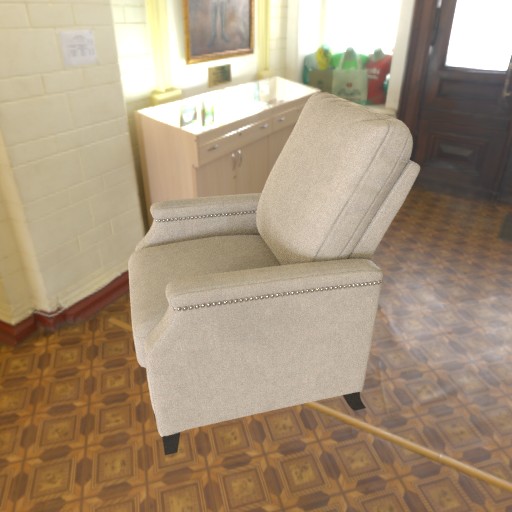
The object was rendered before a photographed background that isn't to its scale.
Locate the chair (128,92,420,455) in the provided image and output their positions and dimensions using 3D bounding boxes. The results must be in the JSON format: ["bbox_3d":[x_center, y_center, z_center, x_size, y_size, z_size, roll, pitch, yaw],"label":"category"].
[{"bbox_3d":[0.000,0.000,1.627,0.922,1.049,0.710,-8,30,-14],"label":"chair"}]
